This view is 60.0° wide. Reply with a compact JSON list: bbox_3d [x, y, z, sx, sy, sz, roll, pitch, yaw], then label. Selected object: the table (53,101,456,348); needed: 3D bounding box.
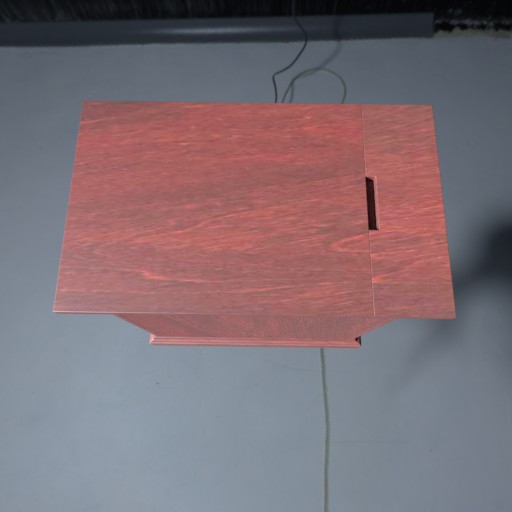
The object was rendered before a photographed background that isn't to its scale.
[{"bbox_3d":[0.000,0.000,0.985,0.584,0.612,0.356,1,74,0],"label":"table"}]
